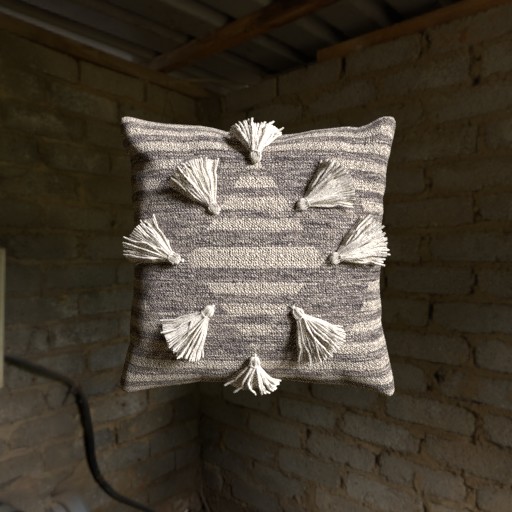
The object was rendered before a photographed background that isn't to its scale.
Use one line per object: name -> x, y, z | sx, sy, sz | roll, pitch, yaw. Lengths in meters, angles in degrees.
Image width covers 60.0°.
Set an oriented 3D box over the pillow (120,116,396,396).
pillow -> 0.000, 0.000, 0.771 | 0.484, 0.490, 0.234 | 0, 1, 2
